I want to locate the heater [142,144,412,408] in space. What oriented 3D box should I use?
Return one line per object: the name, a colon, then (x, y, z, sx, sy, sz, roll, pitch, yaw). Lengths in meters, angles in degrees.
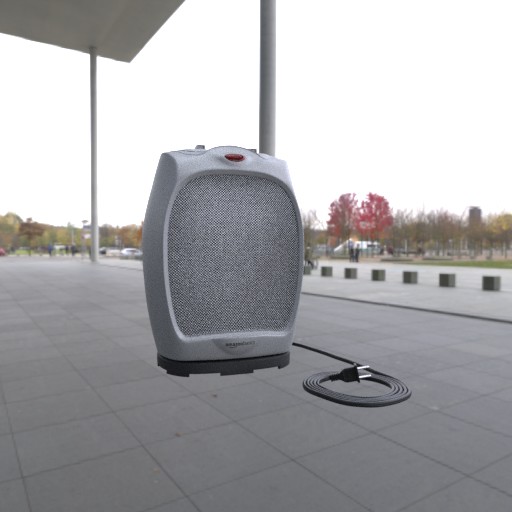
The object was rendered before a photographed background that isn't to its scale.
heater: (0.000, 0.000, 0.490, 0.239, 0.255, 0.291, 0, 1, -18)
